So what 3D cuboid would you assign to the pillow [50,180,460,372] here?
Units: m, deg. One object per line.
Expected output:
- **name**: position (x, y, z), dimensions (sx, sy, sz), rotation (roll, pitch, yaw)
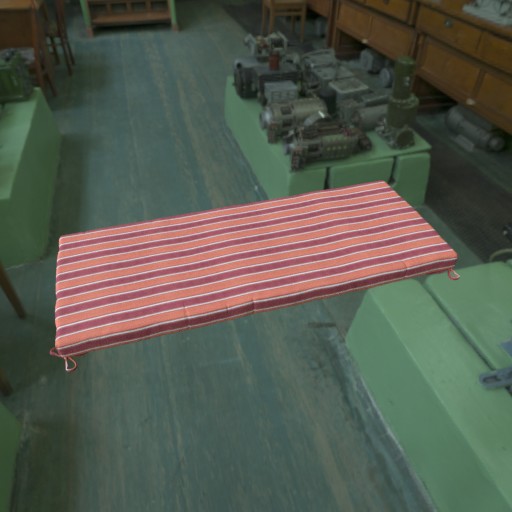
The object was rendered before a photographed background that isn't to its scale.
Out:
- **pillow**: position (0.000, 0.000, 1.356), dimensions (1.187, 0.081, 0.492), rotation (-11, 42, -13)
